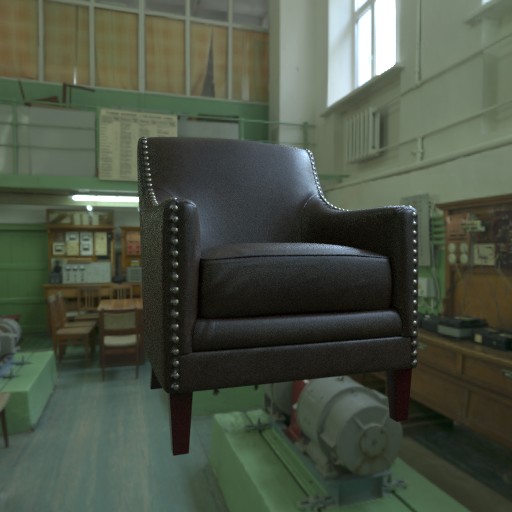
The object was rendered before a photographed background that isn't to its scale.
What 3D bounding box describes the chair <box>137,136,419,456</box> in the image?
[{"bbox_3d":[0.000,0.000,1.308,0.639,0.813,0.704,0,1,-19],"label":"chair"}]
